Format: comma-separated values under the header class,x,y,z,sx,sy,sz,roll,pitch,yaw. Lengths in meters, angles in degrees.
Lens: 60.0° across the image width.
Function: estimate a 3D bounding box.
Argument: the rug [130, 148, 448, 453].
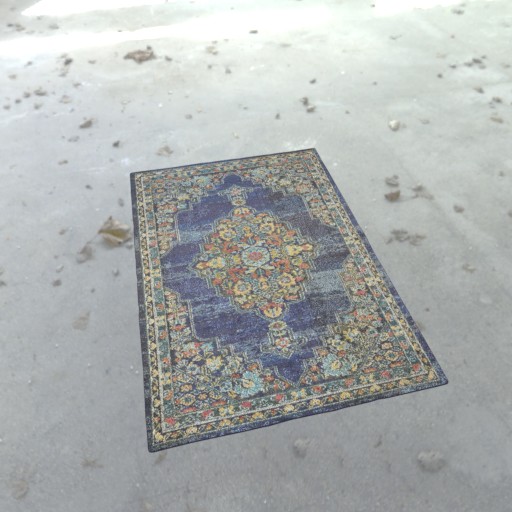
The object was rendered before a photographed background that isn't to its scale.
class,x,y,z,sx,sy,sz,roll,pitch,yaw
rug,0.000,0.000,3.853,2.053,0.011,2.940,-10,48,-9
